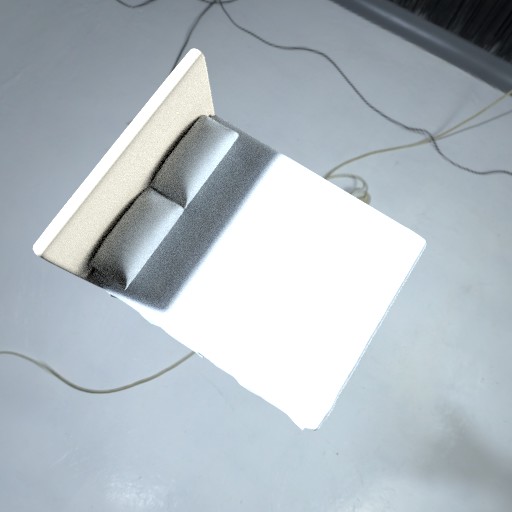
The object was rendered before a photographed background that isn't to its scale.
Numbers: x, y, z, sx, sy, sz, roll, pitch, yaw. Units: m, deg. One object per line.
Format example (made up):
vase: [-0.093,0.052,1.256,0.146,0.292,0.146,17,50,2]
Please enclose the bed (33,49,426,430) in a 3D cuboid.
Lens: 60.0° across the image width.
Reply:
bed: [0.000,0.000,3.275,2.142,1.330,1.748,33,78,8]
